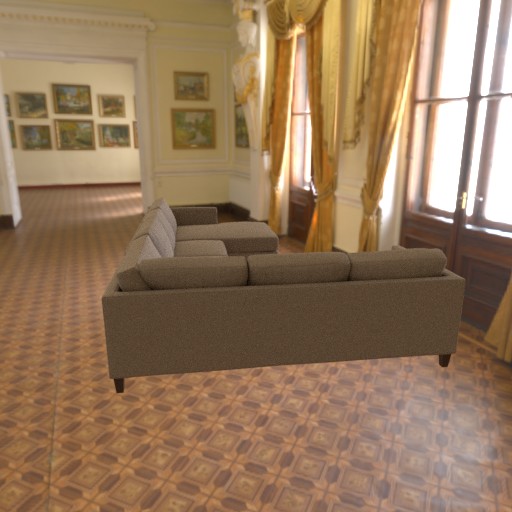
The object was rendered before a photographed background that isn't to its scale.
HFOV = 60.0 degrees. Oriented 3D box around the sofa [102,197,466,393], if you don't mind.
[{"bbox_3d":[0.000,0.000,4.560,2.424,0.865,3.438,-2,15,-8],"label":"sofa"}]
